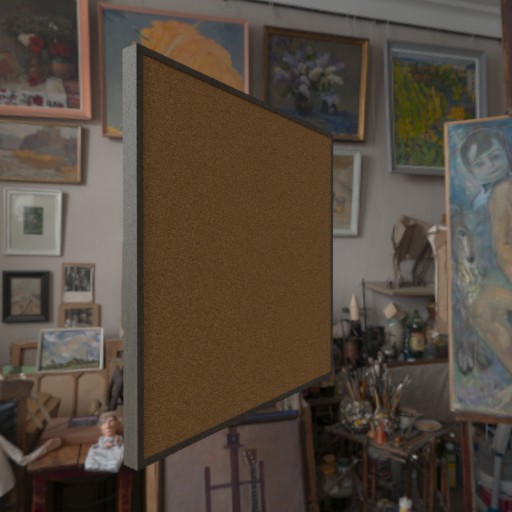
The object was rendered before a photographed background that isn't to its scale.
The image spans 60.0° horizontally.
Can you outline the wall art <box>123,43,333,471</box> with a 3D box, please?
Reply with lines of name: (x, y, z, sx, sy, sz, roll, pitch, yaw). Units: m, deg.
wall art: (0.000, 0.000, 1.100, 0.039, 0.758, 0.758, 0, 1, 37)
